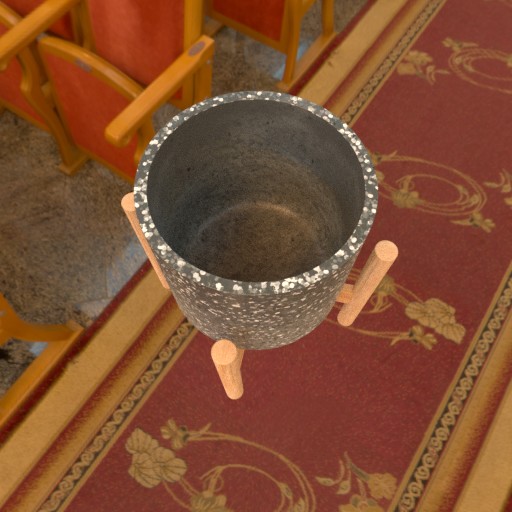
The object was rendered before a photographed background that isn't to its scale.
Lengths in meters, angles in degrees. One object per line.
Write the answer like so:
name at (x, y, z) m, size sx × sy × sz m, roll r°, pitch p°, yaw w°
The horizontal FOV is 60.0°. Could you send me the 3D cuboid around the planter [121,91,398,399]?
planter at (0.000, 0.000, 0.549) m, size 0.284 × 0.320 × 0.284 m, roll 32°, pitch 69°, yaw 14°
